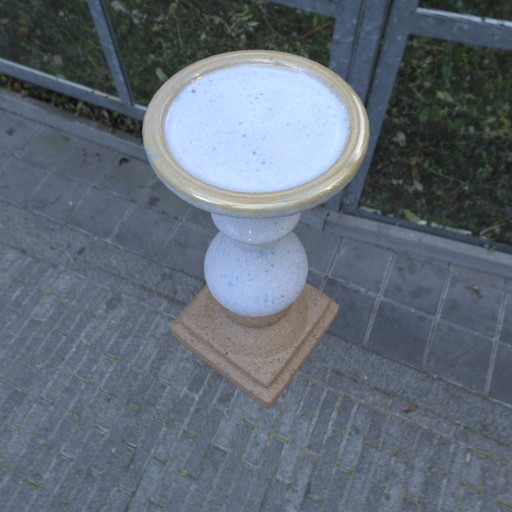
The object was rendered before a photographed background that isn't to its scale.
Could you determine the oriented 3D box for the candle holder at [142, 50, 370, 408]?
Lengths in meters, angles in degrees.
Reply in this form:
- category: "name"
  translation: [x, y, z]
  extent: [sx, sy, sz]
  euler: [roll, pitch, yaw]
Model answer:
- category: "candle holder"
  translation: [0.000, 0.000, 0.299]
  extent: [0.110, 0.239, 0.110]
  euler: [33, 64, 18]
